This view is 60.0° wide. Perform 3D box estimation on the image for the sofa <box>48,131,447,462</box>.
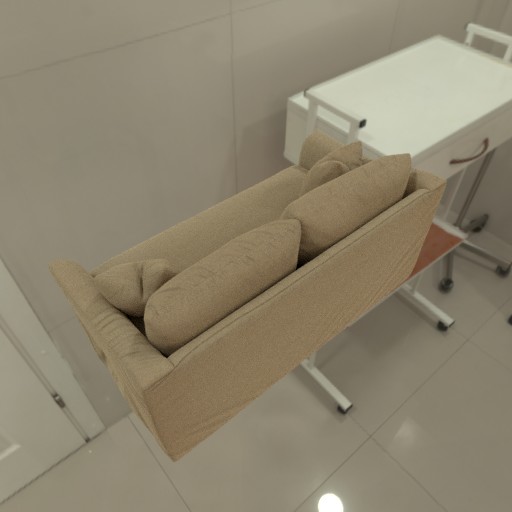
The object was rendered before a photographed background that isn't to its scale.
[{"bbox_3d":[0.000,0.000,2.613,2.010,1.018,1.072,-32,54,-26],"label":"sofa"}]
